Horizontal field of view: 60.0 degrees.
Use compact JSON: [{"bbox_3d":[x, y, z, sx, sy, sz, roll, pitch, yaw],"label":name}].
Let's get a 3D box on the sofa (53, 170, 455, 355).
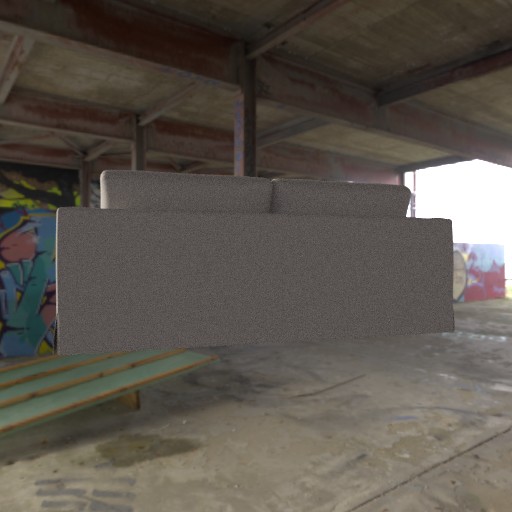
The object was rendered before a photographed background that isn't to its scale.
[{"bbox_3d":[0.000,0.000,2.721,2.163,0.881,0.954,0,0,-17],"label":"sofa"}]
